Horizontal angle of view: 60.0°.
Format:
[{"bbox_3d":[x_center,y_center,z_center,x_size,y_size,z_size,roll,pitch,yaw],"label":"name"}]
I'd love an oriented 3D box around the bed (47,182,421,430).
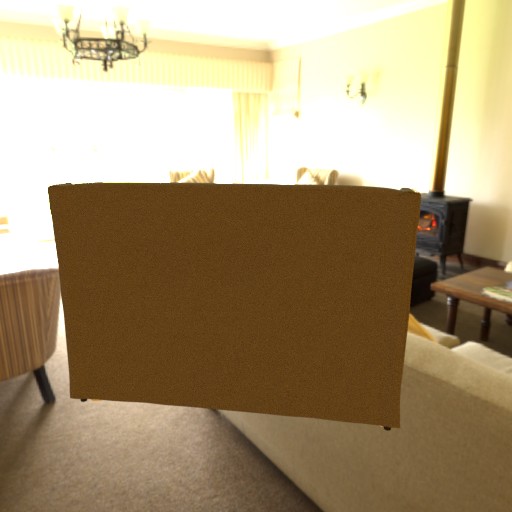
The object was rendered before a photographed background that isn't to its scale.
[{"bbox_3d":[0.000,0.000,3.432,1.925,1.332,2.276,2,15,8],"label":"bed"}]
